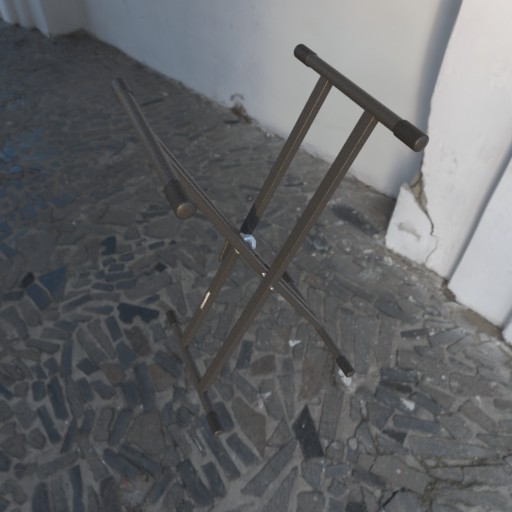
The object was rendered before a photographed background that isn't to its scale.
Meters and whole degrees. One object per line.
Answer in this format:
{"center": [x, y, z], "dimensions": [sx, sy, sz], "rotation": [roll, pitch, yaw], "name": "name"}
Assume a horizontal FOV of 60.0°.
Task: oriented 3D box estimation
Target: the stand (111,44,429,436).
{"center": [0.000, 0.000, 1.232], "dimensions": [0.503, 0.900, 0.495], "rotation": [-18, 49, -17], "name": "stand"}
